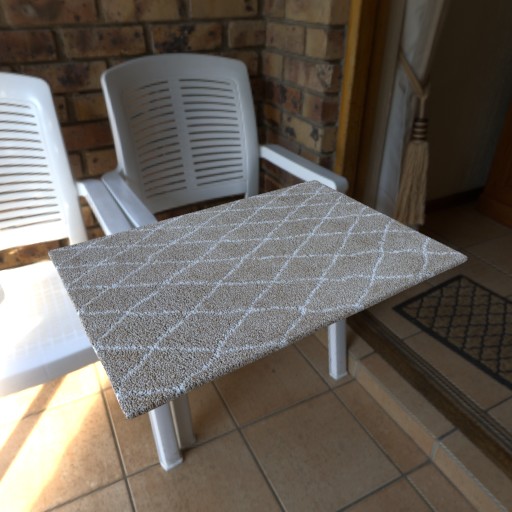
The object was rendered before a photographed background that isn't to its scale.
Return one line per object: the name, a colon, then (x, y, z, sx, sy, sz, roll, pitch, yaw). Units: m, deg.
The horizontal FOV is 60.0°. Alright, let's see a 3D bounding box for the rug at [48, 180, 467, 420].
rug: (0.000, 0.000, 2.269, 1.778, 0.030, 1.219, -19, 37, -27)
